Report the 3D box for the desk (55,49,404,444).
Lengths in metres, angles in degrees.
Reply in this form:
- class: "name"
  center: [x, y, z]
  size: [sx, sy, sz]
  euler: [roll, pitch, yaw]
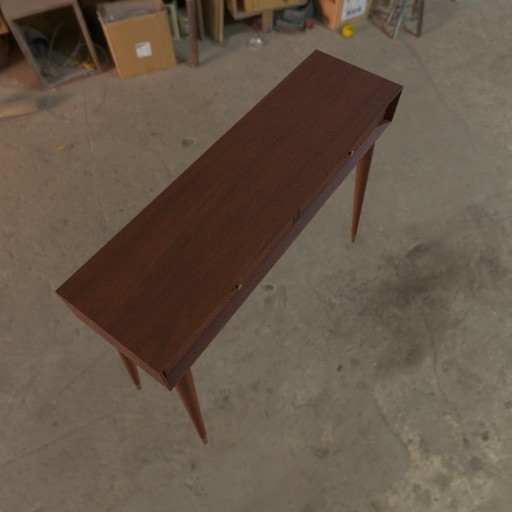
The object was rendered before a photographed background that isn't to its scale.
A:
- class: "desk"
  center: [0.000, 0.000, 1.672]
  size: [0.384, 0.917, 1.204]
  euler: [32, 64, 18]
